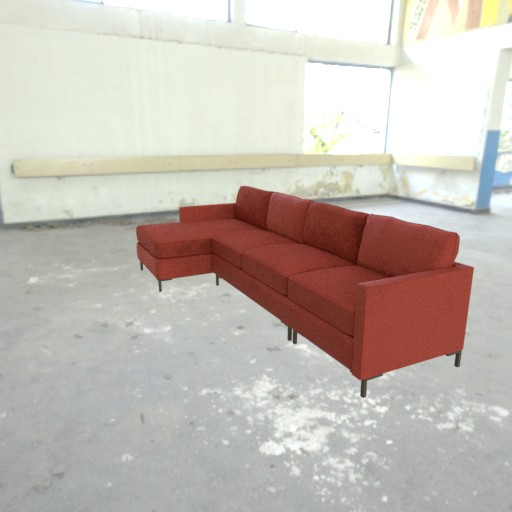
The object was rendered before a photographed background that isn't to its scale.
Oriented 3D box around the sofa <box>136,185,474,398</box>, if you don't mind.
[{"bbox_3d":[0.000,0.000,4.093,1.500,0.967,3.400,-7,17,-26],"label":"sofa"}]
